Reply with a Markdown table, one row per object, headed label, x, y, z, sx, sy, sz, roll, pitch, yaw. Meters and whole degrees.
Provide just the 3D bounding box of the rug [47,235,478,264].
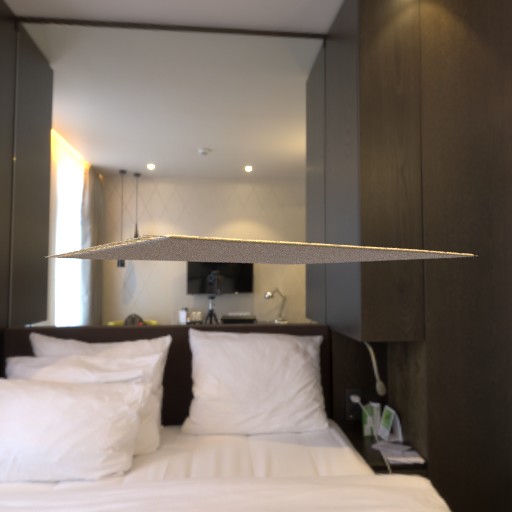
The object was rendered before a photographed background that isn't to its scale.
| label | x | y | z | sx | sy | sz | roll | pitch | yaw |
| --- | --- | --- | --- | --- | --- | --- | --- | --- | --- |
| rug | 0.000 | 0.000 | 4.655 | 3.585 | 0.036 | 2.892 | 2 | -4 | -36 |
